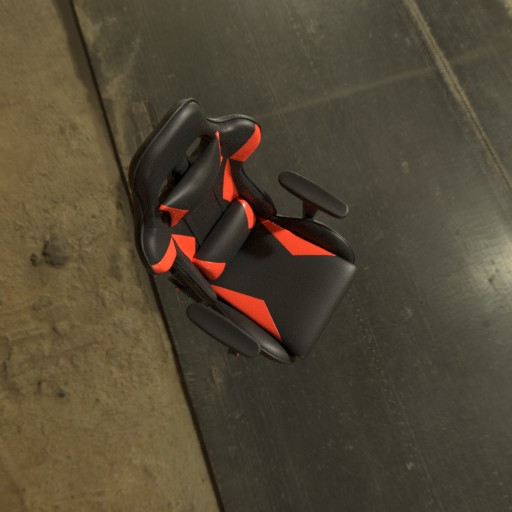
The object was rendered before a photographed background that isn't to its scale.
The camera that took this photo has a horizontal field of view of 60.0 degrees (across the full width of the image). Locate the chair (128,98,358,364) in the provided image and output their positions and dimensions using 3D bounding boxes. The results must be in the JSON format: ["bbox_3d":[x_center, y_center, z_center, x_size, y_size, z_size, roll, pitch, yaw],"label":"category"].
[{"bbox_3d":[0.000,0.000,1.647,0.730,1.282,0.695,32,77,8],"label":"chair"}]
